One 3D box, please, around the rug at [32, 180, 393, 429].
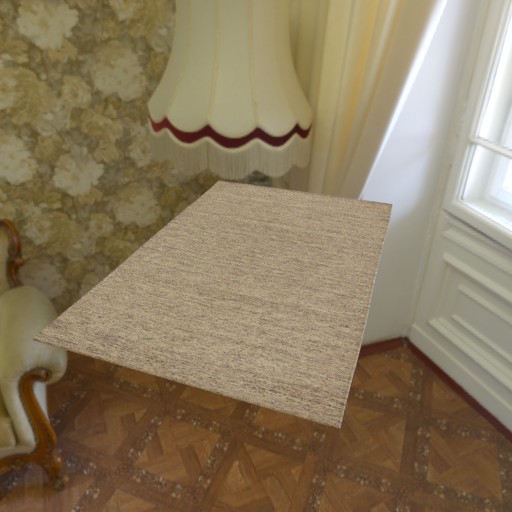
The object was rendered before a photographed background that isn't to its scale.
[{"bbox_3d":[0.000,0.000,2.901,1.547,0.013,2.283,11,32,17],"label":"rug"}]
